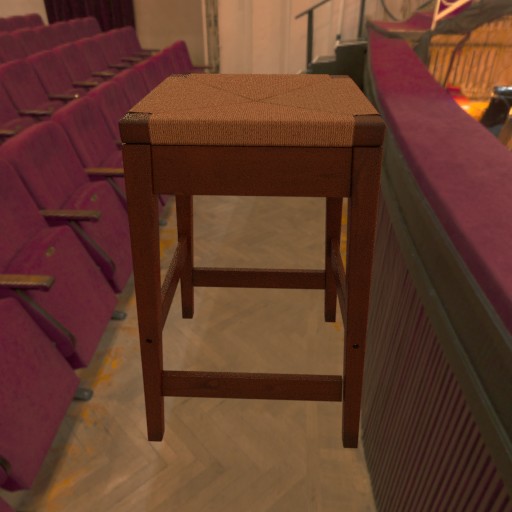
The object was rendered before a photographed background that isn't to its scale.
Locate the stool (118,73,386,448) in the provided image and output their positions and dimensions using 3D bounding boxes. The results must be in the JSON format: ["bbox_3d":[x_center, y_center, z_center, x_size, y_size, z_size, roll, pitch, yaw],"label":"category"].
[{"bbox_3d":[0.000,0.000,1.079,0.507,0.762,0.497,1,32,2],"label":"stool"}]
